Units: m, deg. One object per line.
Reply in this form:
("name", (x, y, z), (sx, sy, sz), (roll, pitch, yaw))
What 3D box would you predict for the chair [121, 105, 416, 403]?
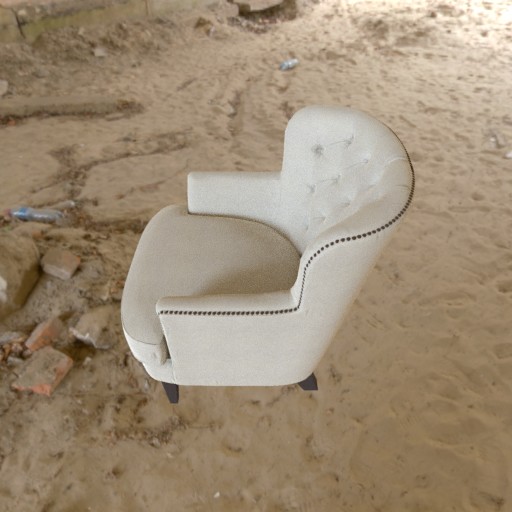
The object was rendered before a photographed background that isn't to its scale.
("chair", (0.000, 0.000, 1.593), (0.906, 0.868, 0.848), (0, 39, 0))
